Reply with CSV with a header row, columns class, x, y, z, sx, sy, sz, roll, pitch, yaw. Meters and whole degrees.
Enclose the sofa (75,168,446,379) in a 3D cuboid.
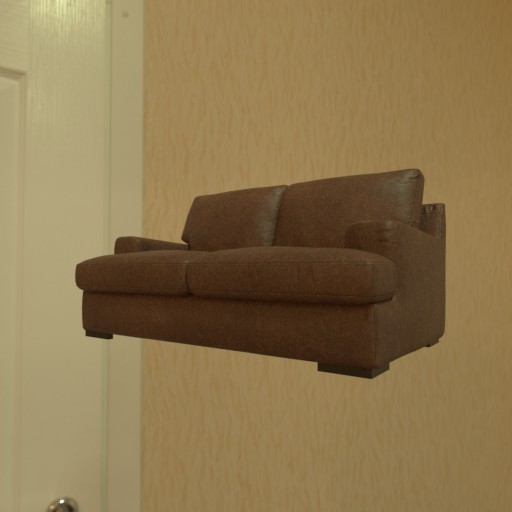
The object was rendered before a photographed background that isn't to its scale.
class,x,y,z,sx,sy,sz,roll,pitch,yaw
sofa,0.000,0.000,2.527,1.880,0.939,1.143,-1,-2,36
